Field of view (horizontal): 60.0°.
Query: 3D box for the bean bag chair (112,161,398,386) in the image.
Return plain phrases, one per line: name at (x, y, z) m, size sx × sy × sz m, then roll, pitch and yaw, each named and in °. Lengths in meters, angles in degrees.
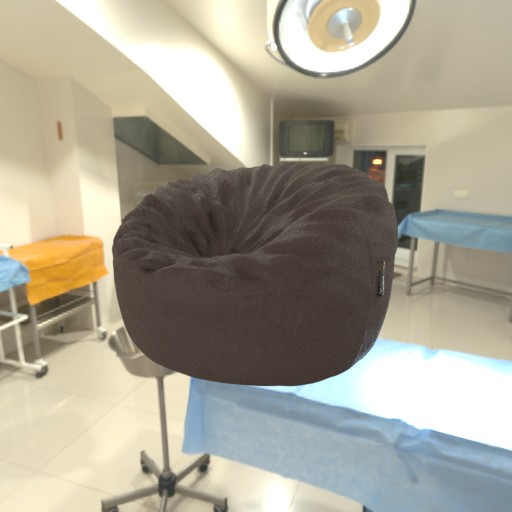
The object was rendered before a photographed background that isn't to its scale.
bean bag chair at (0.000, 0.000, 2.042) m, size 1.245 × 0.821 × 1.245 m, roll 0°, pitch 14°, yaw 0°
